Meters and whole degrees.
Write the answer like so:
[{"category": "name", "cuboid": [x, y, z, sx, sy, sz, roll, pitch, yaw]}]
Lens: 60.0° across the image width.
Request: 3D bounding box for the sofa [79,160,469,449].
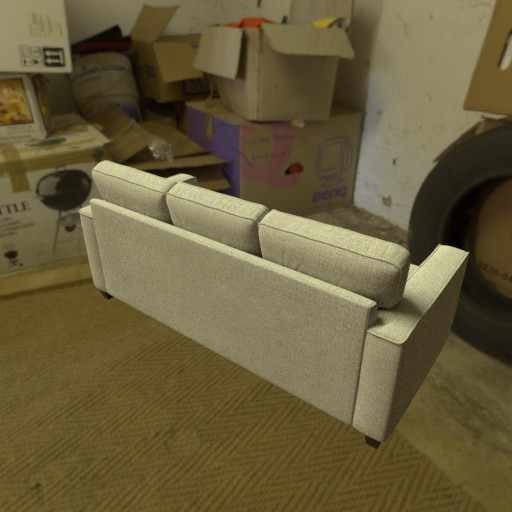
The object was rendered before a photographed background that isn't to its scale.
[{"category": "sofa", "cuboid": [0.000, 0.000, 2.617, 2.133, 0.965, 0.939, 20, 35, 32]}]
